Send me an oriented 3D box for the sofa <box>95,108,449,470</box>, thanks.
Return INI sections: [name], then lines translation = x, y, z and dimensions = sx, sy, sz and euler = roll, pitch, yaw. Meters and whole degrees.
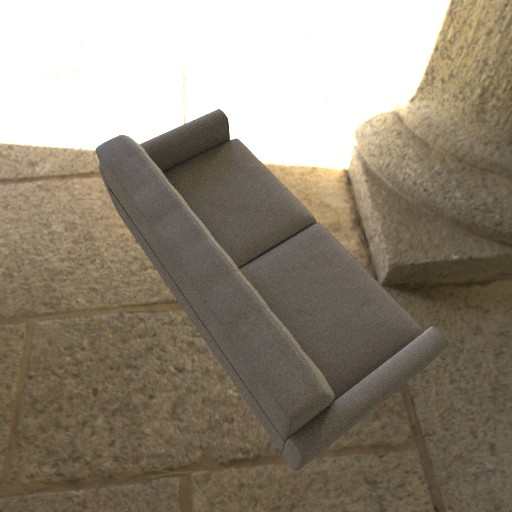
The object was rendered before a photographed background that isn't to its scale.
[sofa]
translation = 0.000, 0.000, 2.578
dimensions = 0.968, 0.873, 2.055
euler = -31, 63, -18
